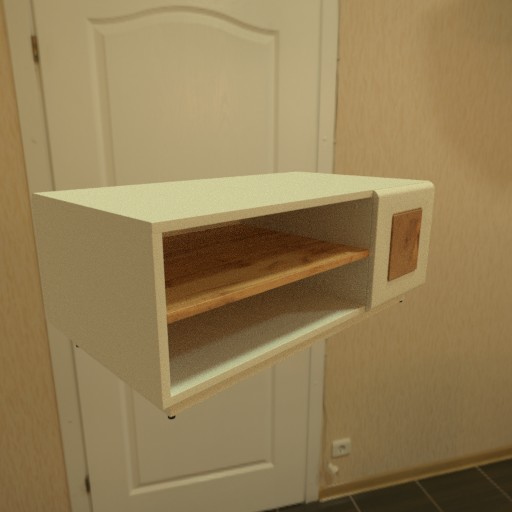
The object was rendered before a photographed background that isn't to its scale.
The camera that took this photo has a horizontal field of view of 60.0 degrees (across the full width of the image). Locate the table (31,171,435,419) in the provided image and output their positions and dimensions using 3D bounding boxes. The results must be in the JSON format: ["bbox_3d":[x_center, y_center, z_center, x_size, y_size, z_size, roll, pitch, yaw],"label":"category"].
[{"bbox_3d":[0.000,0.000,1.413,1.097,0.442,0.639,-14,21,-43],"label":"table"}]
